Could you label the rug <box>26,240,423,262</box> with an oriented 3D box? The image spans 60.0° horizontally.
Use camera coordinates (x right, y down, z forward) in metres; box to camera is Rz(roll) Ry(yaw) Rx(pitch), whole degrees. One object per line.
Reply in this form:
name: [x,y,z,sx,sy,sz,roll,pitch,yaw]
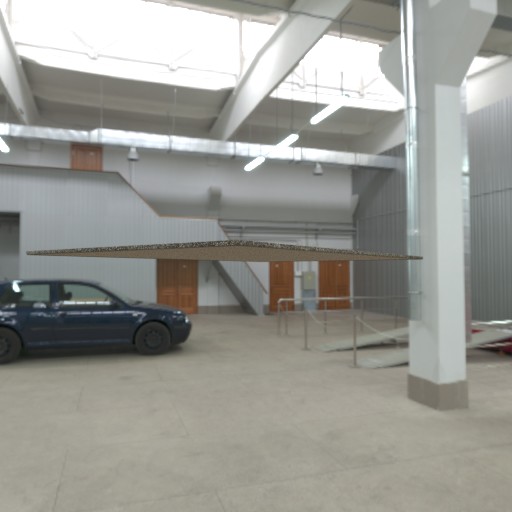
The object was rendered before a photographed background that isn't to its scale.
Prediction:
rug: [0.000,0.000,3.485,1.802,0.026,2.699,-1,-2,36]
